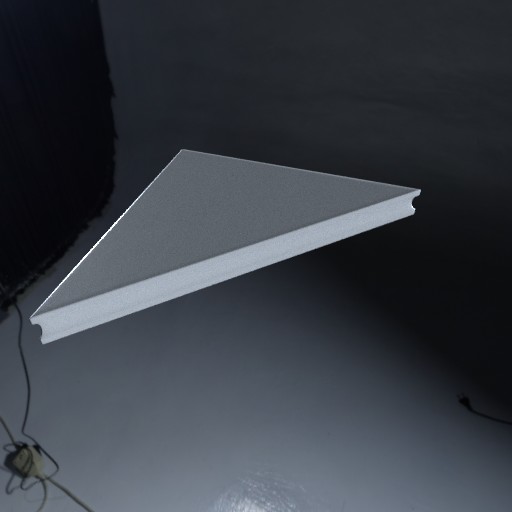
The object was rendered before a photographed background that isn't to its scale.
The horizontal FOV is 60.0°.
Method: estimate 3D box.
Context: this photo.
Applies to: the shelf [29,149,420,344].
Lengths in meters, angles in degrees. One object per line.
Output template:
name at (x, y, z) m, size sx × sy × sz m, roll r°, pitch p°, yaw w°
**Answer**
shelf at (0.000, 0.000, 0.442) m, size 0.296 × 0.035 × 0.296 m, roll 12°, pitch 43°, yaw 13°
